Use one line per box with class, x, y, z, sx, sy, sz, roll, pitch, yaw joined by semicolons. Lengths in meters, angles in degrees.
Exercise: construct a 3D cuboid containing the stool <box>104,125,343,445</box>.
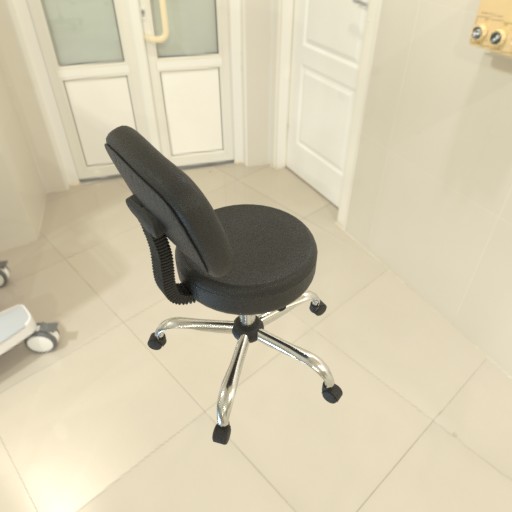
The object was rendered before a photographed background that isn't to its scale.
stool;0.000;0.000;1.307;0.648;0.862;0.673;-25;46;-26
